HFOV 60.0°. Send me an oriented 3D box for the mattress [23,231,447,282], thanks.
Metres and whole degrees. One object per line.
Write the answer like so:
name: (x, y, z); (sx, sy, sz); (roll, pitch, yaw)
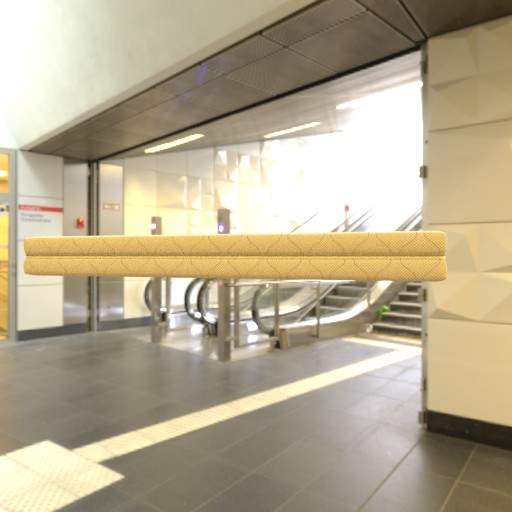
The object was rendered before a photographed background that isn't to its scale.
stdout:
mattress: (0.000, 0.000, 2.735); (2.000, 0.200, 1.600); (0, 0, 17)
